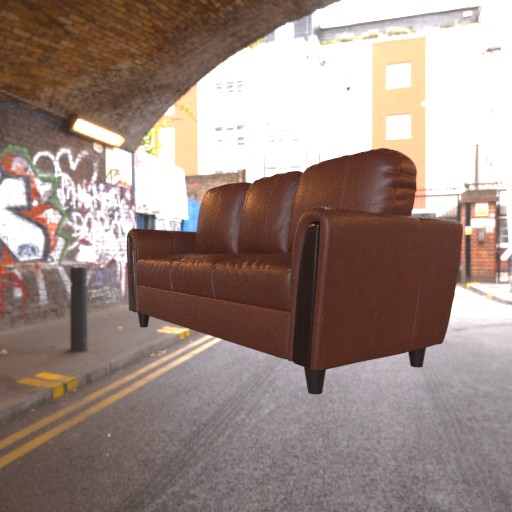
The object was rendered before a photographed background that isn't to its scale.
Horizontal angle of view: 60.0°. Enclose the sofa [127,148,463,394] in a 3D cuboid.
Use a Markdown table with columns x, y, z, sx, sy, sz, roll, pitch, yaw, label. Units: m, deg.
| x | y | z | sx | sy | sz | roll | pitch | yaw | label |
| --- | --- | --- | --- | --- | --- | --- | --- | --- | --- |
| 0.000 | 0.000 | 2.346 | 0.802 | 0.915 | 1.862 | 0 | 1 | -35 | sofa |
